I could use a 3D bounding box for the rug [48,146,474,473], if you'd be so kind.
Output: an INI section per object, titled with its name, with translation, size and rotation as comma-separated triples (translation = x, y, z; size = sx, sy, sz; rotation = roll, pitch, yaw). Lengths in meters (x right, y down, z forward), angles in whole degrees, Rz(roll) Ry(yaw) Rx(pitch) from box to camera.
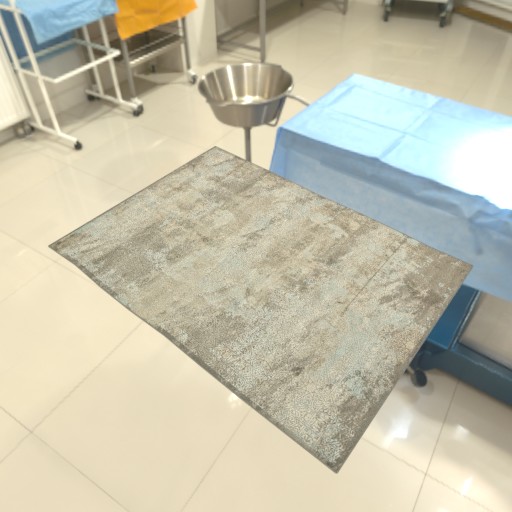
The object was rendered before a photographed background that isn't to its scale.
[rug]
translation = 0.000, 0.000, 4.228
size = 3.307, 0.013, 2.393
rotation = 30, 52, 27
